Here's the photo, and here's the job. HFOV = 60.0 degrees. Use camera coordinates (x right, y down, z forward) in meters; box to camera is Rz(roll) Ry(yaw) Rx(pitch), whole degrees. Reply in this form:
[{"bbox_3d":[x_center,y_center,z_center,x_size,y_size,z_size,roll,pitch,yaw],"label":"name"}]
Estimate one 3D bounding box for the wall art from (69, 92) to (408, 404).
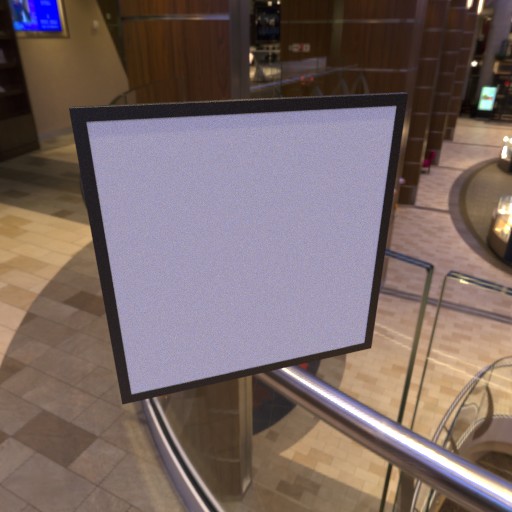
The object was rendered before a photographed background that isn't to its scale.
[{"bbox_3d":[0.000,0.000,1.201,0.807,0.807,0.022,-8,28,-16],"label":"wall art"}]
